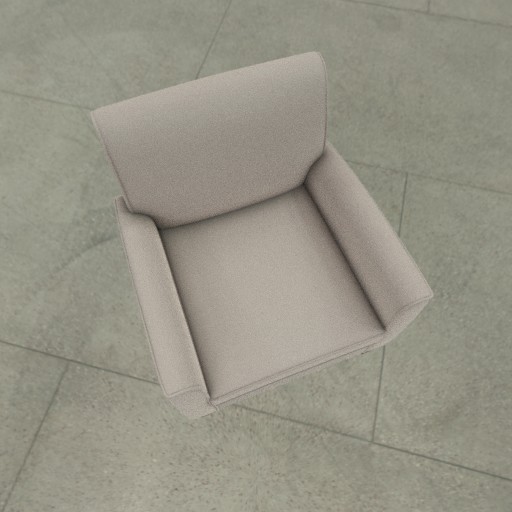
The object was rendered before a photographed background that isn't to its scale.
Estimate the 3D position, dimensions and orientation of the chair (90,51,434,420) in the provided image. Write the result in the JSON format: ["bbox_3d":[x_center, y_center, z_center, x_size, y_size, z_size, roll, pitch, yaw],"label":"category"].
[{"bbox_3d":[0.000,0.000,1.552,0.820,0.915,0.820,-19,65,-9],"label":"chair"}]
